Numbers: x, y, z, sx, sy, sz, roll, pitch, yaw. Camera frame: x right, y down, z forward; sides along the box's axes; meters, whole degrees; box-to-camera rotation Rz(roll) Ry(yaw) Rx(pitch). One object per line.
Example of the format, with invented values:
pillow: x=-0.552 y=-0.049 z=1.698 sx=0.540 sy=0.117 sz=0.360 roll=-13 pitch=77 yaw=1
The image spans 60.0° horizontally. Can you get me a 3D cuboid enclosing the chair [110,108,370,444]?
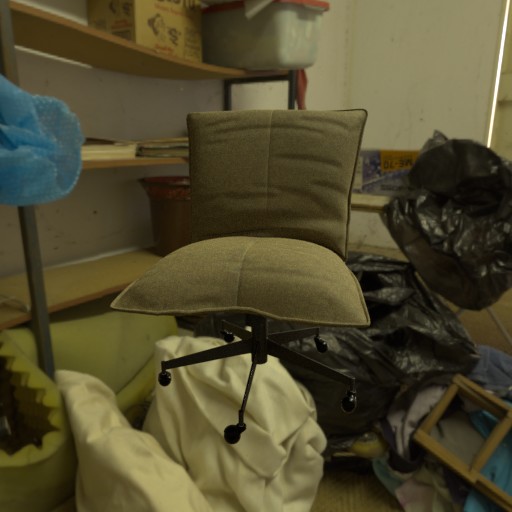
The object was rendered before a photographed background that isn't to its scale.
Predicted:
chair: x=0.000 y=0.000 z=1.240 sx=0.597 sy=0.811 sz=0.696 roll=3 pitch=16 yaw=10
